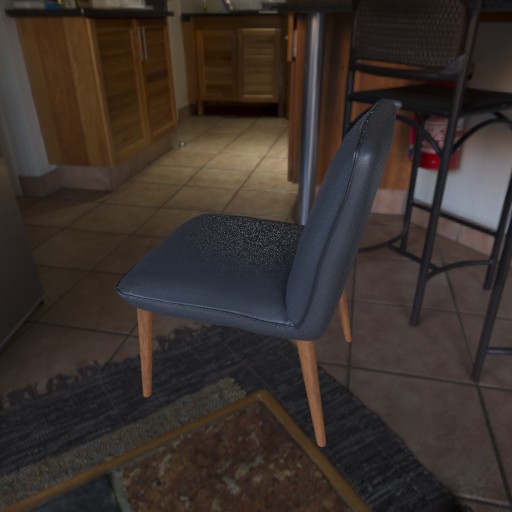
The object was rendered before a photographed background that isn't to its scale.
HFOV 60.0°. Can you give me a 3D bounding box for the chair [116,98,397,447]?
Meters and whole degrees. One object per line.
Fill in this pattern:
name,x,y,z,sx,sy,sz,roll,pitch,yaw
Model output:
chair,0.000,0.000,1.226,0.645,0.801,0.543,7,30,13
